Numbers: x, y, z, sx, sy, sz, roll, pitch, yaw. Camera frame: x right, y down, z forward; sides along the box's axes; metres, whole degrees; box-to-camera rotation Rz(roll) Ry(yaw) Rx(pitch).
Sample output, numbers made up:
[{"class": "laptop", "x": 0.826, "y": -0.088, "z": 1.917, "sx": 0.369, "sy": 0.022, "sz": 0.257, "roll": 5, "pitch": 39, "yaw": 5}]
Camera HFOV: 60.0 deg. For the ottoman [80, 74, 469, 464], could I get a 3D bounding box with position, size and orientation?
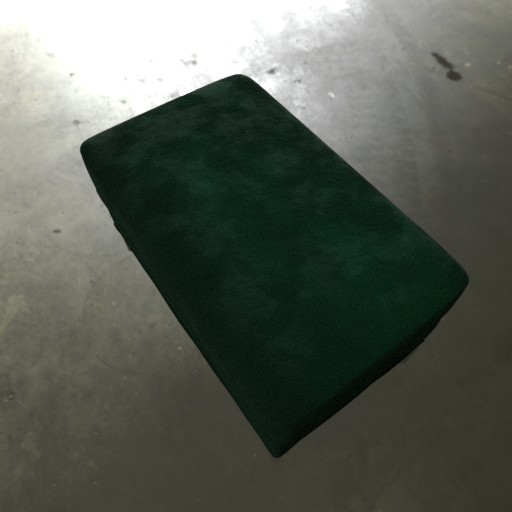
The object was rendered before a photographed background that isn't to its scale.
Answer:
[{"class": "ottoman", "x": 0.000, "y": 0.000, "z": 1.227, "sx": 0.536, "sy": 0.533, "sz": 0.886, "roll": -32, "pitch": 63, "yaw": -18}]
